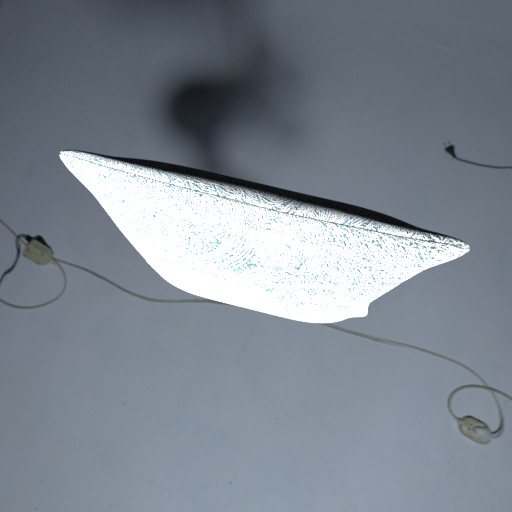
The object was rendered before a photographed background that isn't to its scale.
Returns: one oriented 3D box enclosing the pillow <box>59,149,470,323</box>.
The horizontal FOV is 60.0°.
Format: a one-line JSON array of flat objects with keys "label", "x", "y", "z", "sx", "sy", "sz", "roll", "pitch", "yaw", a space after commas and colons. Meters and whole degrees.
[{"label": "pillow", "x": 0.000, "y": 0.000, "z": 0.788, "sx": 0.526, "sy": 0.507, "sz": 0.166, "roll": 14, "pitch": 75, "yaw": 4}]
